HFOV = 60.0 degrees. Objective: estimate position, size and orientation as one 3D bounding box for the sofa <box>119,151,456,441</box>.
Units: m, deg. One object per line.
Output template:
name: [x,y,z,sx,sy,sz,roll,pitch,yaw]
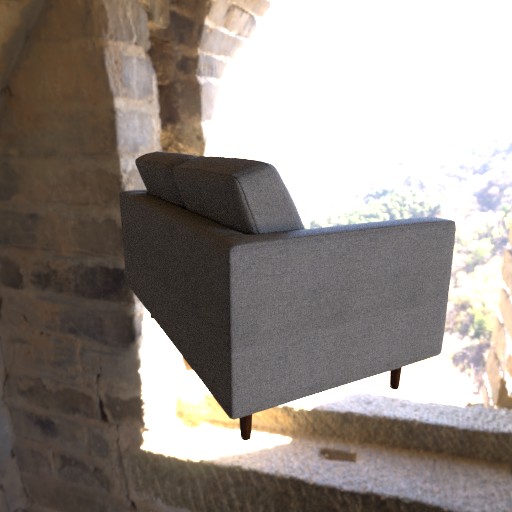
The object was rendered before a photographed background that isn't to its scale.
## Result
sofa: [0.000,0.000,2.152,0.969,0.973,1.527,-8,17,-27]
